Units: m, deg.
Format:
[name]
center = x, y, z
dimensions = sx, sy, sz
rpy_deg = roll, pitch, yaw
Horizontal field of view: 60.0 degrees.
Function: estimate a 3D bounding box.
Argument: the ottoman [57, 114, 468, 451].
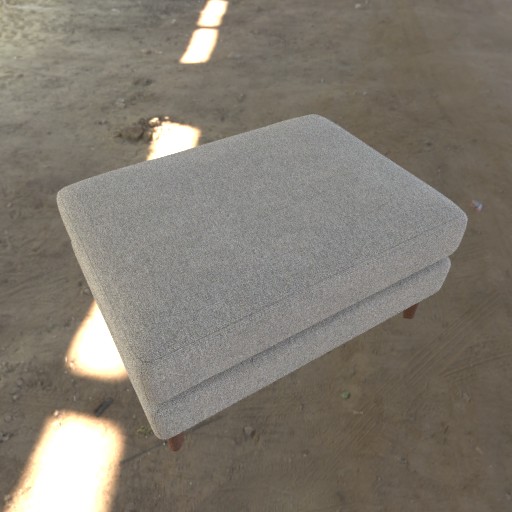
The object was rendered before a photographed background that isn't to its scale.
[ottoman]
center = 0.000, 0.000, 1.178
dimensions = 0.821, 0.441, 0.611
rpy_deg = -23, 49, -22
